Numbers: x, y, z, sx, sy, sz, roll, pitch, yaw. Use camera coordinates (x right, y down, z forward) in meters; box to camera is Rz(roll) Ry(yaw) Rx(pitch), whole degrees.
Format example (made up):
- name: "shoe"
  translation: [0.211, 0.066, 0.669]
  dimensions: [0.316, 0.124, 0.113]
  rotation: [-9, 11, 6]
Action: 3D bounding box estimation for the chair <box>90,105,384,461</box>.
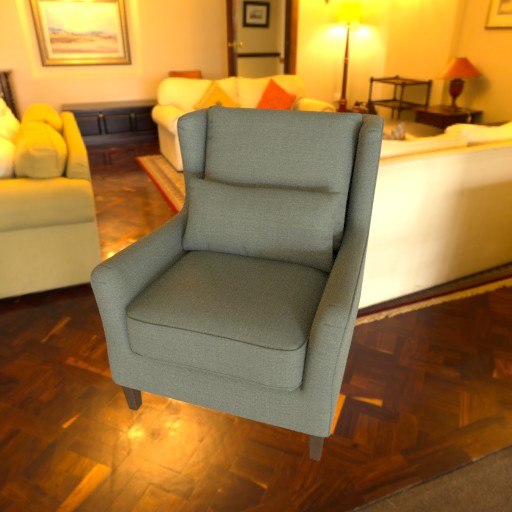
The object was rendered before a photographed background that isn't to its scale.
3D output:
- name: "chair"
  translation: [0.000, 0.000, 1.798]
  dimensions: [0.866, 1.056, 1.040]
  rotation: [8, 28, 16]
